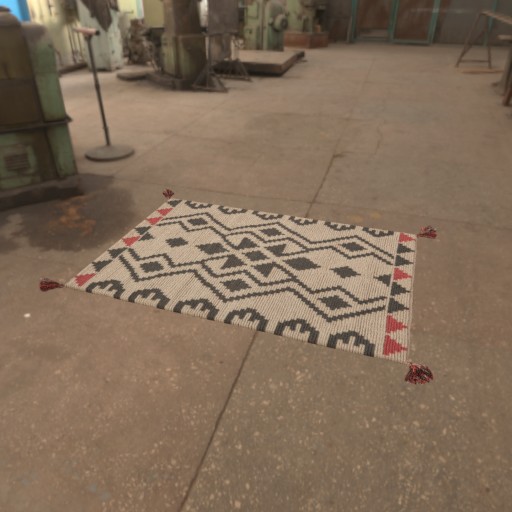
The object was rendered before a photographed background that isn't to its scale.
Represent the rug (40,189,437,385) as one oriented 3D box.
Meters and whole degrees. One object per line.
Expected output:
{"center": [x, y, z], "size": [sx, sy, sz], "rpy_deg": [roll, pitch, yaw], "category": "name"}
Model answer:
{"center": [0.000, 0.000, 2.674], "size": [2.069, 0.067, 1.444], "rpy_deg": [10, 33, 16], "category": "rug"}
